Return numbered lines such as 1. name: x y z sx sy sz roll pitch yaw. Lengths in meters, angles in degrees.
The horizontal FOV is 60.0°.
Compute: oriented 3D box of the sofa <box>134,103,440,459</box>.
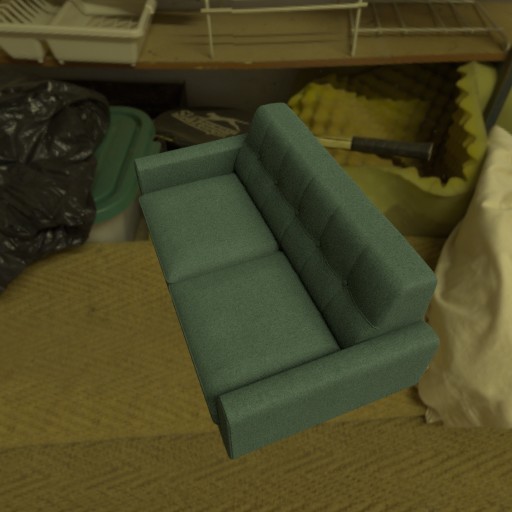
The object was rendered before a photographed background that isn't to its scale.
1. sofa: 0.000 0.000 2.211 0.909 0.841 1.631 -16 50 -14
